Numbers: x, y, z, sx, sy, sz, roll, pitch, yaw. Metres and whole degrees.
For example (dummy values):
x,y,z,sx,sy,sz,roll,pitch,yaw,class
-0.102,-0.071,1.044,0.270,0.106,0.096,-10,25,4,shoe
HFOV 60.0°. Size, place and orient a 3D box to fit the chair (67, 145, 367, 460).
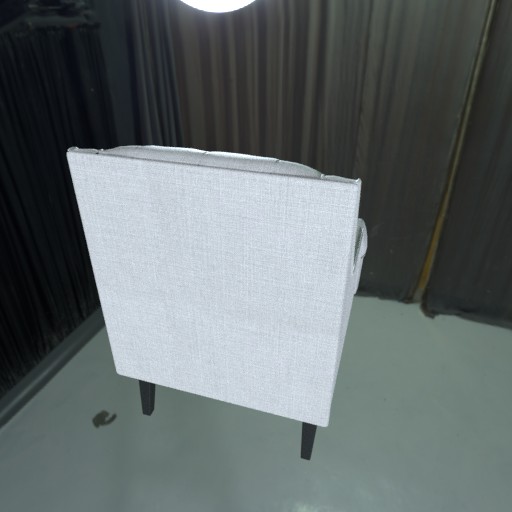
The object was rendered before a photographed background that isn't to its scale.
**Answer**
x,y,z,sx,sy,sz,roll,pitch,yaw,class
0.000,0.000,1.412,0.658,0.891,0.772,9,33,15,chair
